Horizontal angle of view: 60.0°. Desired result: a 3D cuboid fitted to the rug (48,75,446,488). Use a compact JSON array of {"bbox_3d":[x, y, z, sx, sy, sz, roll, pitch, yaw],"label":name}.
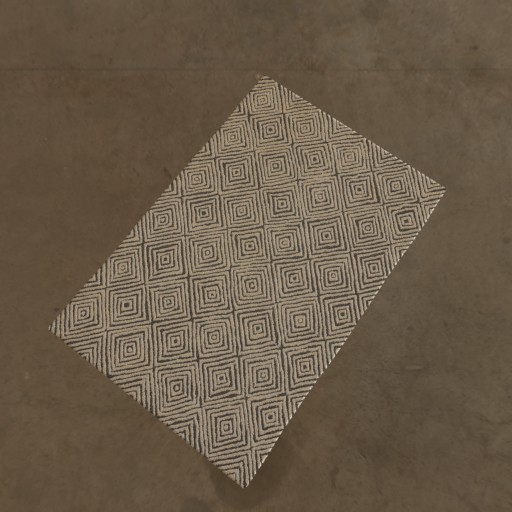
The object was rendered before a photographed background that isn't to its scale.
[{"bbox_3d":[0.000,0.000,2.202,1.177,0.004,1.750,35,77,9],"label":"rug"}]
